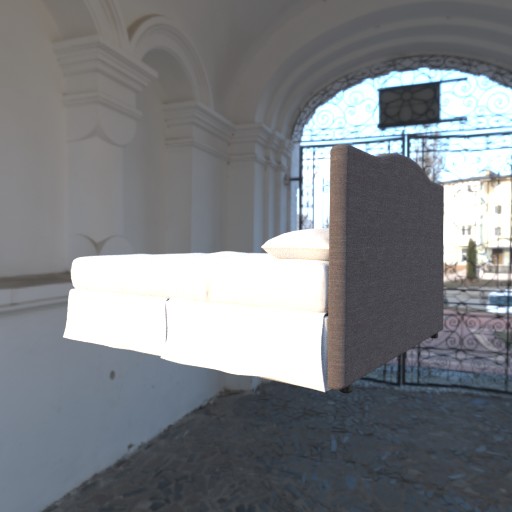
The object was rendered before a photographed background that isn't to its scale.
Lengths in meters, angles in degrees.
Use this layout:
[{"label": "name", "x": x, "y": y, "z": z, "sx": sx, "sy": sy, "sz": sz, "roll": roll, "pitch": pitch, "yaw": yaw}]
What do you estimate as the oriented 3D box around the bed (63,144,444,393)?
[{"label": "bed", "x": 0.000, "y": 0.000, "z": 3.950, "sx": 2.689, "sy": 1.457, "sz": 2.161, "roll": 1, "pitch": 1, "yaw": 36}]
